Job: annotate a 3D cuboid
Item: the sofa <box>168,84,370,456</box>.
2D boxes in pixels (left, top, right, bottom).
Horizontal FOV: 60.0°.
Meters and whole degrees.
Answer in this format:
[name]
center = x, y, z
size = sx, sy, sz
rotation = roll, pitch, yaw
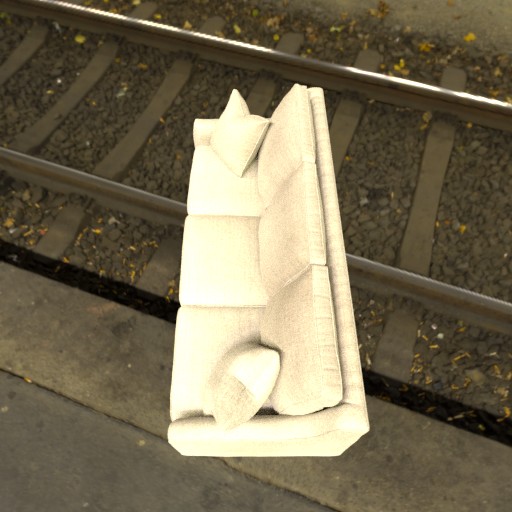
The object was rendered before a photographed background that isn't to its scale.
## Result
[sofa]
center = 0.000, 0.000, 2.522
size = 0.865, 0.914, 2.031
rotation = -1, 59, 0
